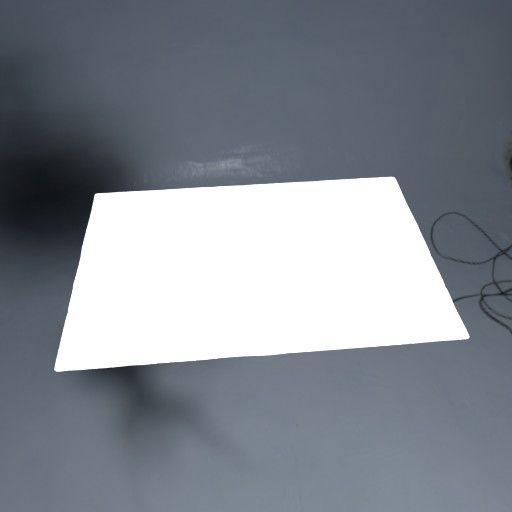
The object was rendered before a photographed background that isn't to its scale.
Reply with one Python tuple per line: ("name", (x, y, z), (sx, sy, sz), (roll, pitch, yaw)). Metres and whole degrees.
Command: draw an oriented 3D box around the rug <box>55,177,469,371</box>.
("rug", (0.000, 0.000, 3.091), (2.442, 0.010, 1.546), (-4, 49, -3))
